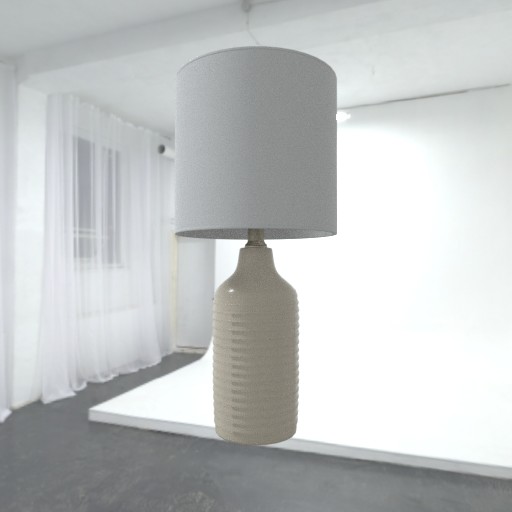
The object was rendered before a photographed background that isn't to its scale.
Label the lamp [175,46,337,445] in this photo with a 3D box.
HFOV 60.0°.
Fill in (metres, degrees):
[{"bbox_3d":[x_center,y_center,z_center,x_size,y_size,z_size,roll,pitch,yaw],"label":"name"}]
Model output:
[{"bbox_3d":[0.000,0.000,0.610,0.220,0.475,0.220,0,-1,0],"label":"lamp"}]
